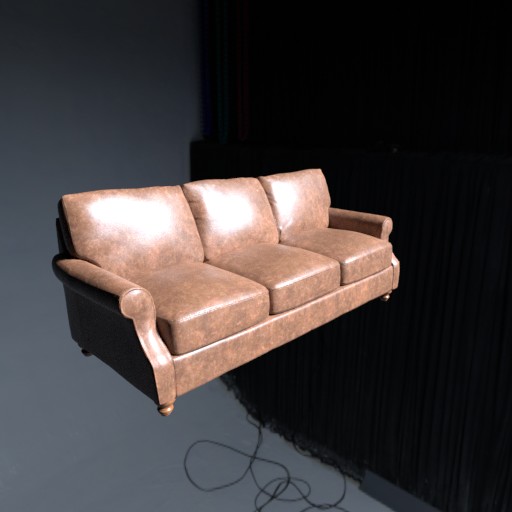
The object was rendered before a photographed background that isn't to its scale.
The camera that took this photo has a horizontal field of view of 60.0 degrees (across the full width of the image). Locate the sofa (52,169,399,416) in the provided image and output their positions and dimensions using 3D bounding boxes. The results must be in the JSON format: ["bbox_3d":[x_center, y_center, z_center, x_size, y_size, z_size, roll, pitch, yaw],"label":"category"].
[{"bbox_3d":[0.000,0.000,2.911,0.973,0.977,2.351,15,22,43],"label":"sofa"}]
